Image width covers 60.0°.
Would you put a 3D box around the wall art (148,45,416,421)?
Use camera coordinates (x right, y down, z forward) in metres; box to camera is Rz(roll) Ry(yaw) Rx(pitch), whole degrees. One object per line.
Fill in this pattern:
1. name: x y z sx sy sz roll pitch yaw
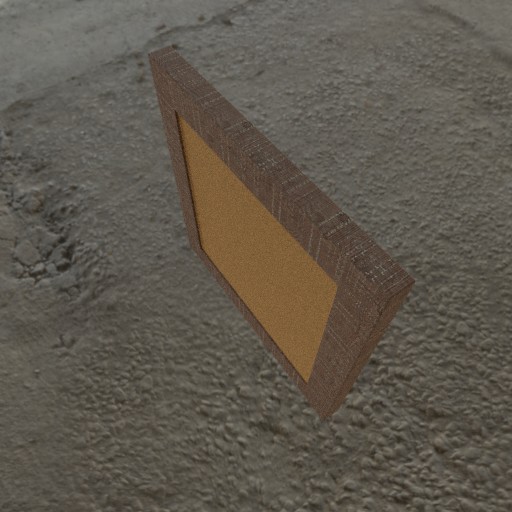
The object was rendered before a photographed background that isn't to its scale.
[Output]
1. wall art: 0.000 0.000 0.804 0.040 0.531 0.531 -31 62 -18
